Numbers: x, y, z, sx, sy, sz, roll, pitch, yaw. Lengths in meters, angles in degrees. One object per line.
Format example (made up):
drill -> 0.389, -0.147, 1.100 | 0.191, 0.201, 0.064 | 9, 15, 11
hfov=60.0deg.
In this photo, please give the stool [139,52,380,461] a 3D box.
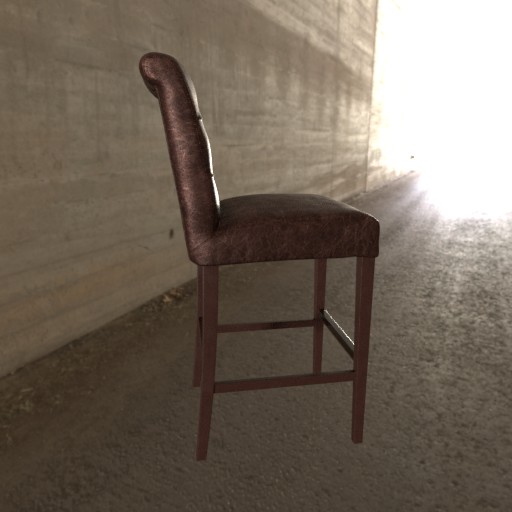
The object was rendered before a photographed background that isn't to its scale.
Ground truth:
stool -> 0.000, 0.000, 1.470 | 0.659, 1.168, 0.483 | -2, 15, -9
